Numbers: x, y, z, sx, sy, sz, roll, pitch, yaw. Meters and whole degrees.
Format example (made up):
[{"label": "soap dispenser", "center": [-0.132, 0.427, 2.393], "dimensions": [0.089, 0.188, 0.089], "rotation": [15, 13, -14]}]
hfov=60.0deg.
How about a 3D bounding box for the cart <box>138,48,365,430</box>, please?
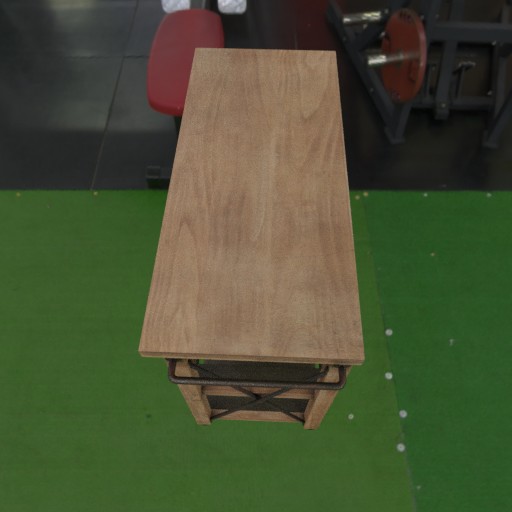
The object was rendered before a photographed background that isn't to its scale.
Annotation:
[{"label": "cart", "center": [0.000, 0.000, 0.963], "dimensions": [0.298, 0.554, 0.686], "rotation": [2, 58, 1]}]
